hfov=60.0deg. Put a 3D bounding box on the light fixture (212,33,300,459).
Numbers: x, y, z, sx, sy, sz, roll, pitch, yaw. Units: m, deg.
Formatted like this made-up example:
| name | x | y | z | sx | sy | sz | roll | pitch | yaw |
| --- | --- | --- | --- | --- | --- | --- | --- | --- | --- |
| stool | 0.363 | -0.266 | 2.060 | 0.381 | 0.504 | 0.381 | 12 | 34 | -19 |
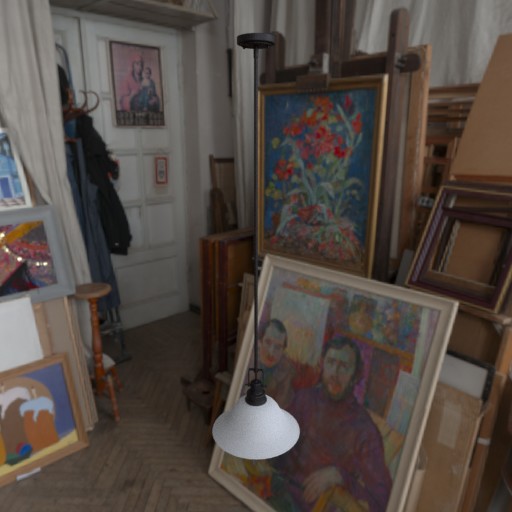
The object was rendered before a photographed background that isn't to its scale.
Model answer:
| name | x | y | z | sx | sy | sz | roll | pitch | yaw |
| --- | --- | --- | --- | --- | --- | --- | --- | --- | --- |
| light fixture | 0.000 | 0.000 | 1.481 | 0.324 | 1.337 | 0.324 | 2 | 15 | 9 |
